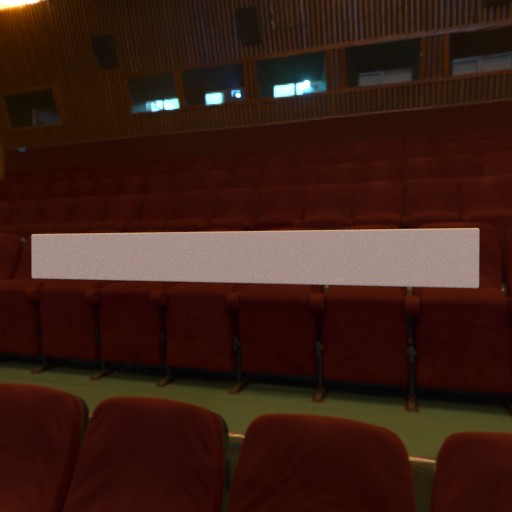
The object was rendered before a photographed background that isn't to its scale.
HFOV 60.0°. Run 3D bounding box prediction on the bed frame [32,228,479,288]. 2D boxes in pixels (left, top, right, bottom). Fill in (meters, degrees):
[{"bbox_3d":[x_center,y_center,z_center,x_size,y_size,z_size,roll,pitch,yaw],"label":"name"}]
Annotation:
[{"bbox_3d":[0.000,0.000,1.549,1.300,0.141,0.670,0,1,17],"label":"bed frame"}]
